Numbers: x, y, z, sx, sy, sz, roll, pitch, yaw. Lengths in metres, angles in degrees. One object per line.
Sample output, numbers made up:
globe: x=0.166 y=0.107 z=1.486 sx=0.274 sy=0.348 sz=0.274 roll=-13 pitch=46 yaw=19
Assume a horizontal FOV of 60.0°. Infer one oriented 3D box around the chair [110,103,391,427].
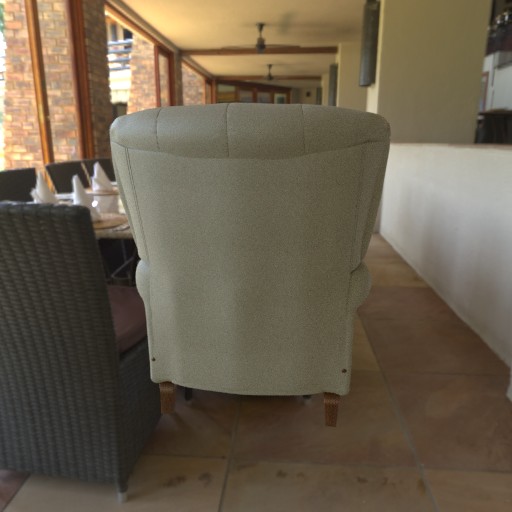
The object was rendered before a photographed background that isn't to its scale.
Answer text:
chair: x=0.000 y=0.000 z=1.860 sx=0.943 sy=1.158 sz=1.059 roll=2 pitch=15 yaw=7
